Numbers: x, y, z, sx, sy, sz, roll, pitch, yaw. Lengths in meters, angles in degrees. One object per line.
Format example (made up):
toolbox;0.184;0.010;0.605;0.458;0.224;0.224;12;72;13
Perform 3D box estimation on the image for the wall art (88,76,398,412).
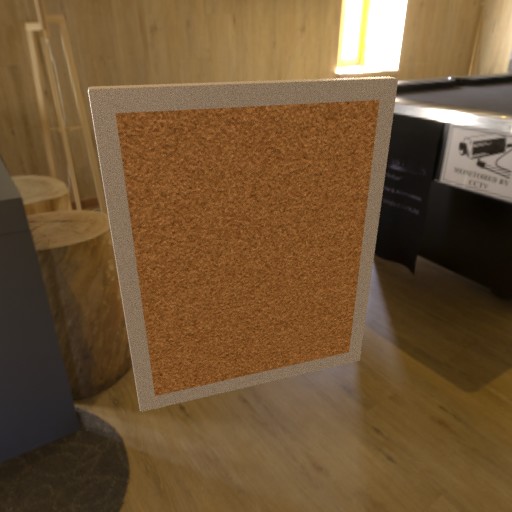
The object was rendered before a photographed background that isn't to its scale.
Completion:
wall art;0.000;0.000;0.758;0.454;0.556;0.028;-9;28;-16
